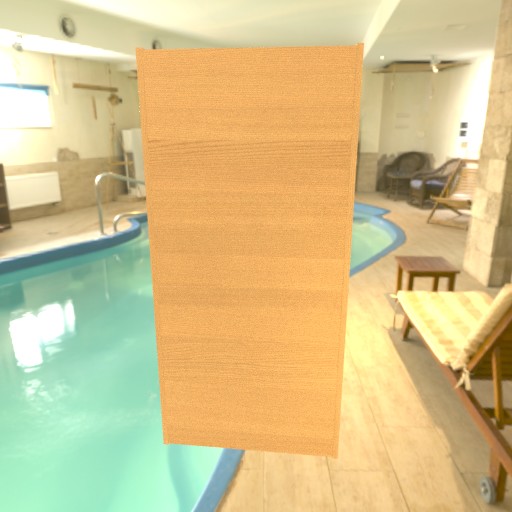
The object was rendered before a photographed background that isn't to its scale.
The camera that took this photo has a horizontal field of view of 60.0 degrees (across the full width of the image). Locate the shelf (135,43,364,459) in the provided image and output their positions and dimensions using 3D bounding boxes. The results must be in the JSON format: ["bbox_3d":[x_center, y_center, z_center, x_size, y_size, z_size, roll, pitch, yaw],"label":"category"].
[{"bbox_3d":[0.000,0.000,1.060,0.417,0.876,0.292,2,17,6],"label":"shelf"}]
